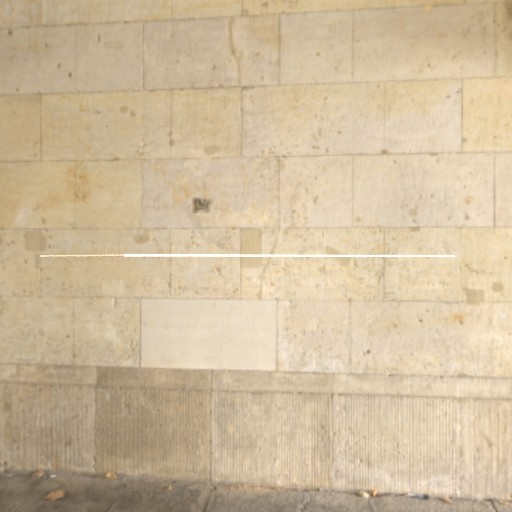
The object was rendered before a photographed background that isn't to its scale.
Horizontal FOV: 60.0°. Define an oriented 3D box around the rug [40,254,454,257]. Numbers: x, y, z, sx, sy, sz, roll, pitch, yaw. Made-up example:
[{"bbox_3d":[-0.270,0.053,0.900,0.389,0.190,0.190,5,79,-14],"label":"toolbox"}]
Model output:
[{"bbox_3d":[0.000,0.000,3.066,2.440,0.008,1.524,0,0,-37],"label":"rug"}]
